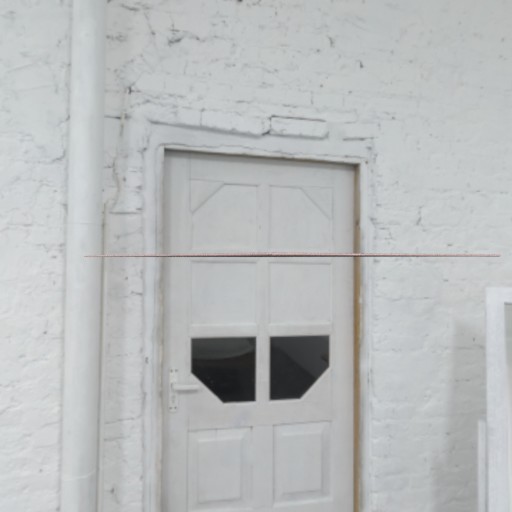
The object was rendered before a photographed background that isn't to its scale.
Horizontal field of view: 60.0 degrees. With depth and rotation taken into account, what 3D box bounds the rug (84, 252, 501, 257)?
[{"bbox_3d":[0.000,0.000,2.242,1.219,0.009,1.829,0,0,-35],"label":"rug"}]
